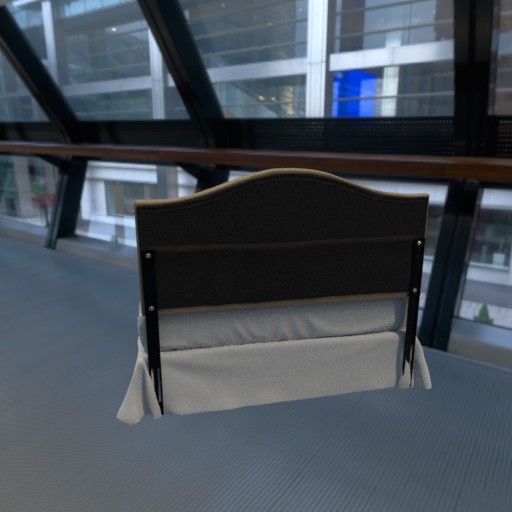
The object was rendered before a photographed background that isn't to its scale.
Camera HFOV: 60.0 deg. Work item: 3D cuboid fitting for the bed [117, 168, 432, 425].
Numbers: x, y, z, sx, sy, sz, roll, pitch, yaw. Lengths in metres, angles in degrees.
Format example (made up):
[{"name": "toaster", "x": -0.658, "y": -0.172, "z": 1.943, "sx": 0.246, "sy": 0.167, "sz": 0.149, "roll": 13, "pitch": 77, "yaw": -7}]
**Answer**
[{"name": "bed", "x": 0.000, "y": 0.000, "z": 3.972, "sx": 2.311, "sy": 1.651, "sz": 2.222, "roll": -3, "pitch": 15, "yaw": -11}]
